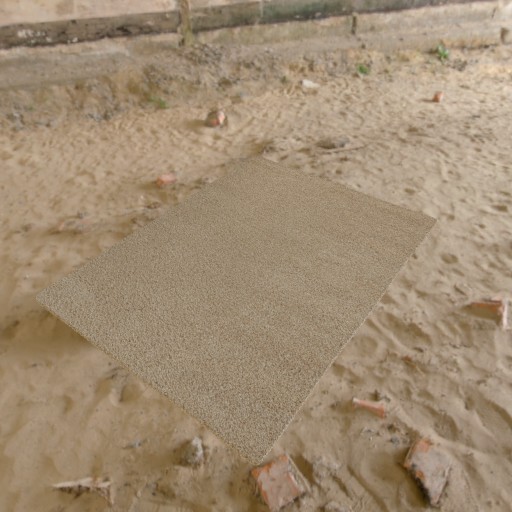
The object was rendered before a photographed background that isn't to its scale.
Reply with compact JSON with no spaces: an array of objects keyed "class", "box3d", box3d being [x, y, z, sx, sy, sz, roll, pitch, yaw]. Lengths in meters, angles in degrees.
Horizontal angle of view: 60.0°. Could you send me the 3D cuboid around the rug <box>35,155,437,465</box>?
[{"class":"rug","box3d":[0.000,0.000,2.117,1.199,0.025,1.600,26,47,27]}]
